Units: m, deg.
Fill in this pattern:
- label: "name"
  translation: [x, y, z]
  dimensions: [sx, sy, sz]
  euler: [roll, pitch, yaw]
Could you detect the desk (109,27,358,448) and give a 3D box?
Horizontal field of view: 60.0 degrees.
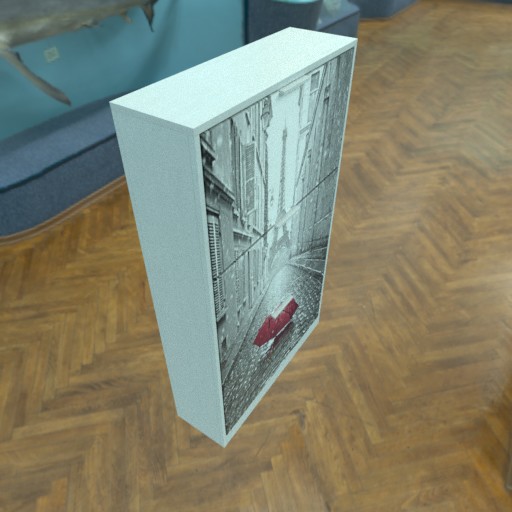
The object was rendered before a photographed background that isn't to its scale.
- label: "desk"
  translation: [0.000, 0.000, 1.547]
  dimensions: [0.250, 1.280, 0.750]
  euler: [24, 46, 25]
